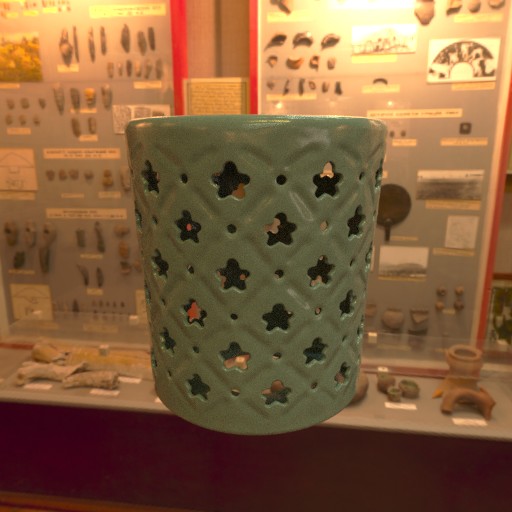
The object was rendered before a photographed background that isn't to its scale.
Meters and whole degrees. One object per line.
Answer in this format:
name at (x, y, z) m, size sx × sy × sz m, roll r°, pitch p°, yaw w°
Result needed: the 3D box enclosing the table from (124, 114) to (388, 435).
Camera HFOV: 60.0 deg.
table at (0.000, 0.000, 0.656) m, size 0.352 × 0.387 × 0.352 m, roll 0°, pitch 15°, yaw 0°
